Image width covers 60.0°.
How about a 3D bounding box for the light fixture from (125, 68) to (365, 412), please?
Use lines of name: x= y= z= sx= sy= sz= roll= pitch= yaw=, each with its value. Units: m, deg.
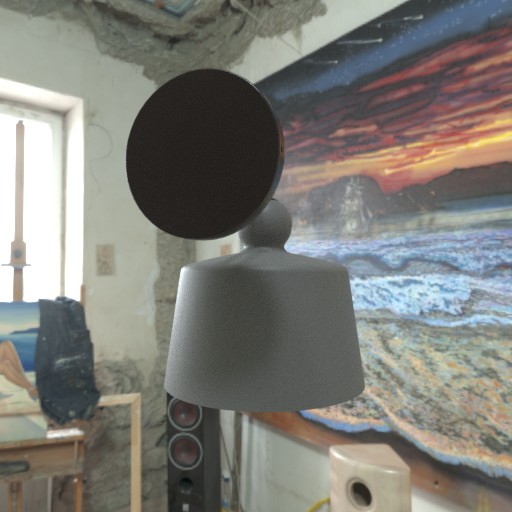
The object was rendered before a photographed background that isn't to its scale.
light fixture: x=0.000 y=0.000 z=0.440 sx=0.204 sy=0.268 sz=0.254 roll=-1 pitch=-2 yaw=20
